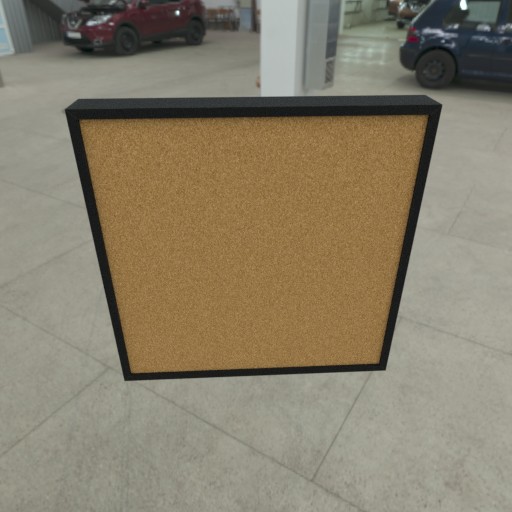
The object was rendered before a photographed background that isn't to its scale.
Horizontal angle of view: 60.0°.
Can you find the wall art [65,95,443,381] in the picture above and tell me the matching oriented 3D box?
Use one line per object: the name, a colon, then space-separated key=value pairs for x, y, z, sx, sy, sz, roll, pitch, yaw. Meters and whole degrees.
wall art: x=0.000 y=0.000 z=0.453 sx=0.305 sy=0.305 sz=0.037 roll=-2 pitch=32 yaw=-3
